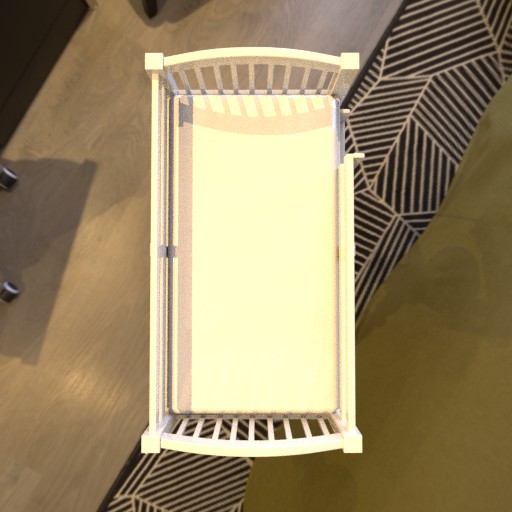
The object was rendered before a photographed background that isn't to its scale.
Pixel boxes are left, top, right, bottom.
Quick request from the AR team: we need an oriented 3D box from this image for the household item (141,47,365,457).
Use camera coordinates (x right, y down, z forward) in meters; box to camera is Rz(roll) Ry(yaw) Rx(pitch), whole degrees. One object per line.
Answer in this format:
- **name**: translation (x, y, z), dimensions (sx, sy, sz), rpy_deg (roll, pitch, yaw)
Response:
- **household item**: translation (0.000, 0.000, 3.167), dimensions (1.143, 2.032, 2.032), rpy_deg (0, 88, 0)
